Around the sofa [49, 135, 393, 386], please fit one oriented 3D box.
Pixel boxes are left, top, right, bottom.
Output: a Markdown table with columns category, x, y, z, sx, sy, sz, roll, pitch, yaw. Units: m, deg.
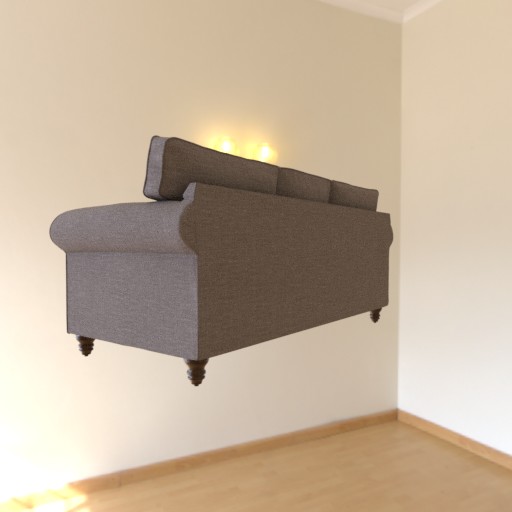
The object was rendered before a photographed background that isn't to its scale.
| category | x | y | z | sx | sy | sz | roll | pitch | yaw |
| --- | --- | --- | --- | --- | --- | --- | --- | --- | --- |
| sofa | 0.000 | 0.000 | 2.630 | 0.916 | 0.961 | 2.084 | 1 | 2 | 37 |
